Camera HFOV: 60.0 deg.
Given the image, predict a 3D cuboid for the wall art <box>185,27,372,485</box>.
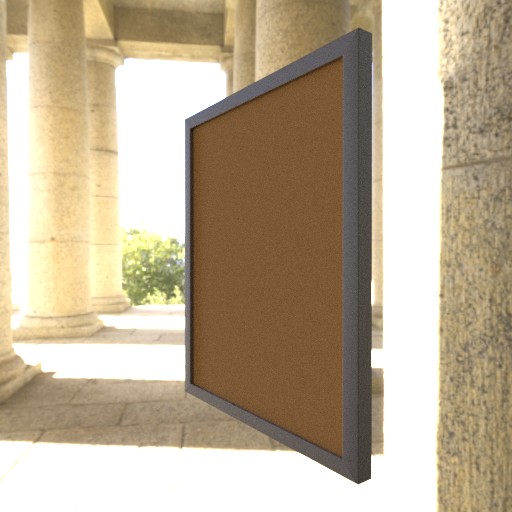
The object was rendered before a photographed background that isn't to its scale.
[{"bbox_3d":[0.000,0.000,0.732,0.029,0.558,0.458,0,0,-36],"label":"wall art"}]
